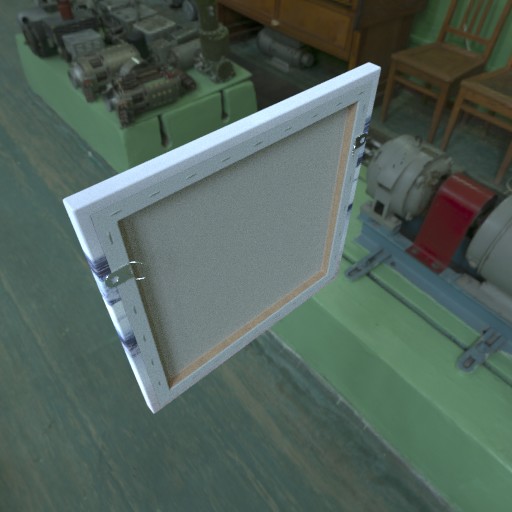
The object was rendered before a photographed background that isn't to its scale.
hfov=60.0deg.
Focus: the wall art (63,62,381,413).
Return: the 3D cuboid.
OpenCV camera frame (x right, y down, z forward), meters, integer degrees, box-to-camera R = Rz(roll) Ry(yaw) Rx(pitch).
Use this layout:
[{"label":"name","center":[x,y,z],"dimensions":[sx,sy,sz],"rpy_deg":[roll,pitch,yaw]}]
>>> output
[{"label":"wall art","center":[0.000,0.000,1.122],"dimensions":[0.755,0.747,0.065],"rpy_deg":[-33,55,-26]}]
